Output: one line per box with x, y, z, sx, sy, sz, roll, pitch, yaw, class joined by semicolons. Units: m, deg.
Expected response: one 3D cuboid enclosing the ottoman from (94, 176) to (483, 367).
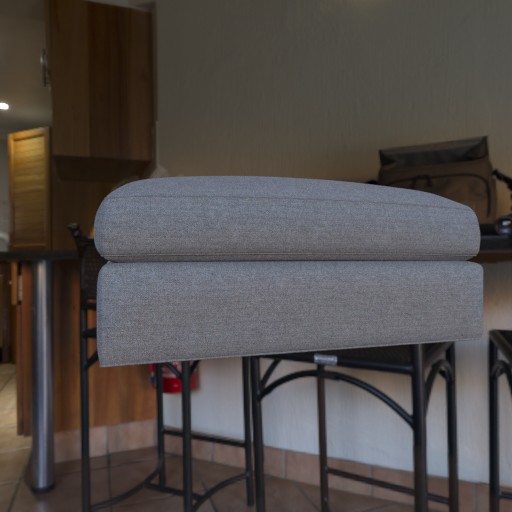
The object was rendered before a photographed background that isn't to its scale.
0.000;0.000;1.567;1.041;0.470;1.041;0;0;-18;ottoman
